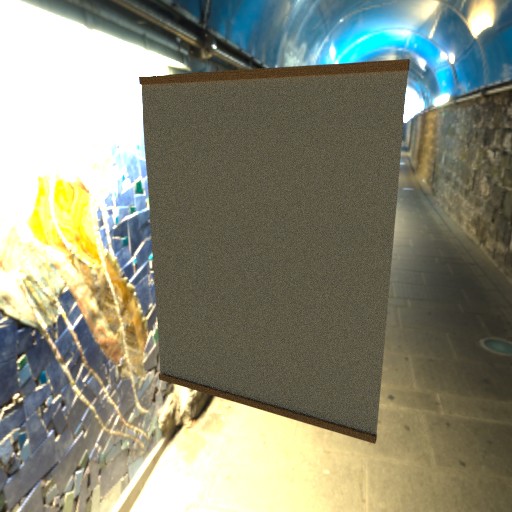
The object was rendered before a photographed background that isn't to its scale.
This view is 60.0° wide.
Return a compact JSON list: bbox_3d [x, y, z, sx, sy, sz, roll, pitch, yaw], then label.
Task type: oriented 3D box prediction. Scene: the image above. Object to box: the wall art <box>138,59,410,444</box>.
[{"bbox_3d":[0.000,0.000,0.775,0.458,0.605,0.011,8,18,25],"label":"wall art"}]
